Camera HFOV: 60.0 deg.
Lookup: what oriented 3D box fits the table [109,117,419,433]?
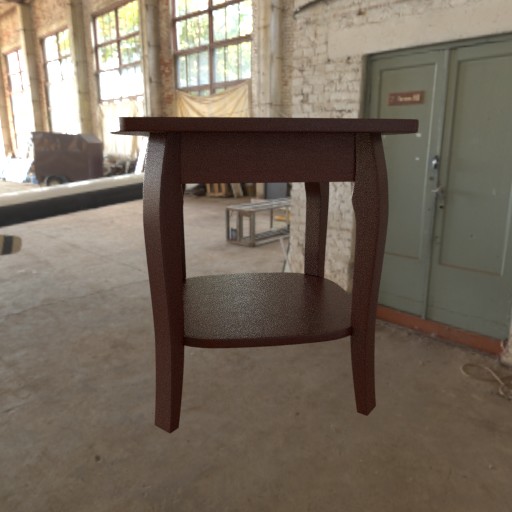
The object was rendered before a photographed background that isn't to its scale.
[{"bbox_3d":[0.000,0.000,0.867,0.502,0.496,0.433,-2,14,-8],"label":"table"}]
